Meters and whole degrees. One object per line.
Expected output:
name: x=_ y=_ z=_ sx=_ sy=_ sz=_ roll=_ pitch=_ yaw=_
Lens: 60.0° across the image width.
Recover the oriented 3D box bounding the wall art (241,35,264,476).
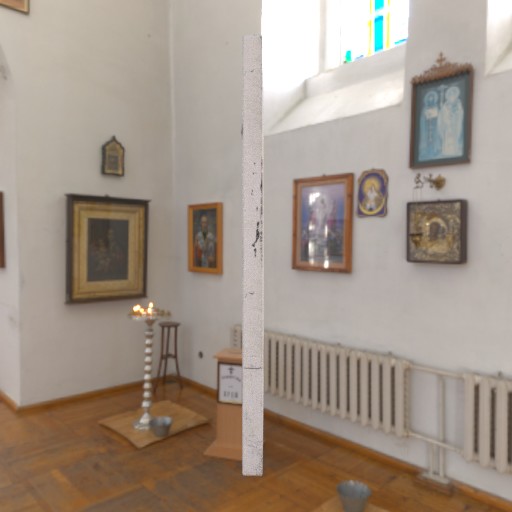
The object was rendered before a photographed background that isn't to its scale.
wall art: x=0.000 y=0.000 z=1.140 sx=0.038 sy=0.762 sz=0.762 roll=0 pitch=0 yaw=1
